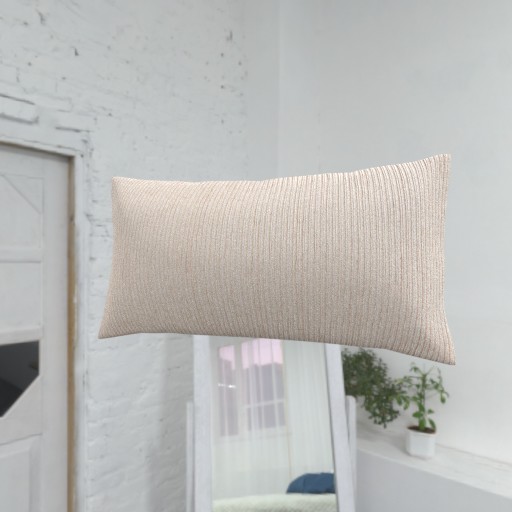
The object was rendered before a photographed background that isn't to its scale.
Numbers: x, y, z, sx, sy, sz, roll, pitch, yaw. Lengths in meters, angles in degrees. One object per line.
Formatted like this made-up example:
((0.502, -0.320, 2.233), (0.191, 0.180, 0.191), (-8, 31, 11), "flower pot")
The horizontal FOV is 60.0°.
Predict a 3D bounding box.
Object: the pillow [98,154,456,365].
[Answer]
((0.000, 0.000, 0.740), (0.608, 0.307, 0.155), (0, 0, 19), "pillow")
